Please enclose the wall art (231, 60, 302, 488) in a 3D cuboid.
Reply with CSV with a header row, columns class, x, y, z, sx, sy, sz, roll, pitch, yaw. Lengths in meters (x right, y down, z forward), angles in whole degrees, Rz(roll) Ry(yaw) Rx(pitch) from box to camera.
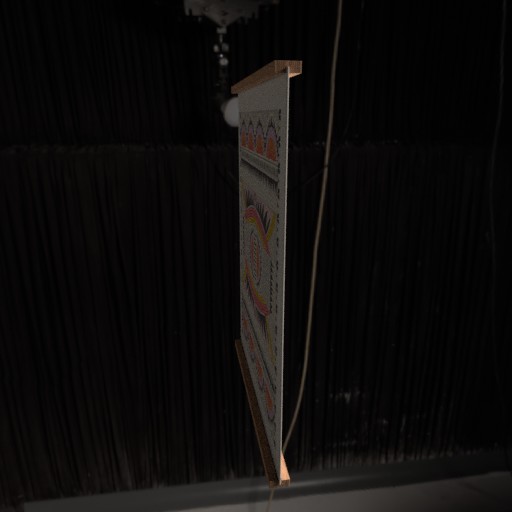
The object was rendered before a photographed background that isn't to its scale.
class,x,y,z,sx,sy,sz,roll,pitch,yaw
wall art,0.000,0.000,0.705,0.028,0.527,0.403,-3,18,-9
